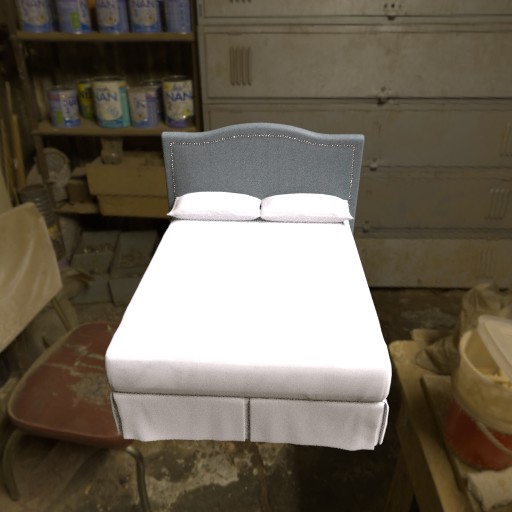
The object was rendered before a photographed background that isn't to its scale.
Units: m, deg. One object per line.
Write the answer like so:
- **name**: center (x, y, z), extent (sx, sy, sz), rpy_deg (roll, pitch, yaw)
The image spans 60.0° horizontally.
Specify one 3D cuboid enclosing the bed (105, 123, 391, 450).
- **bed**: center (0.000, 0.000, 3.267), extent (1.753, 1.460, 2.143), rpy_deg (1, 30, 3)
